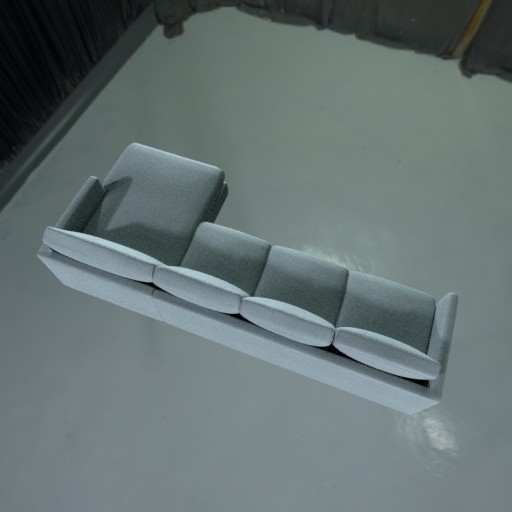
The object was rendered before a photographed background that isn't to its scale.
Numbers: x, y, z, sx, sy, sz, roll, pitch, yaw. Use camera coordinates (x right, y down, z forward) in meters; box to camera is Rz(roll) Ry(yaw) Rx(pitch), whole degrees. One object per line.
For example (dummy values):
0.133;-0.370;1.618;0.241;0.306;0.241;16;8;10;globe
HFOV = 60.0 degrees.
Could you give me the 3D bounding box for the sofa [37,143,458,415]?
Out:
0.000;0.000;4.052;3.471;0.950;1.604;19;64;9;sofa
